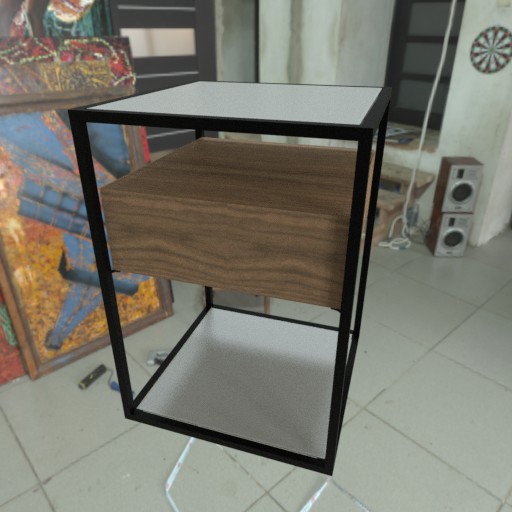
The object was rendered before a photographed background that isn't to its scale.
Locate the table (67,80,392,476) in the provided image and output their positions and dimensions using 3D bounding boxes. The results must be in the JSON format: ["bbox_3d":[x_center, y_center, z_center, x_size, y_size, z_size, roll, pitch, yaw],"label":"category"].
[{"bbox_3d":[0.000,0.000,0.790,0.378,0.540,0.378,8,28,16],"label":"table"}]
